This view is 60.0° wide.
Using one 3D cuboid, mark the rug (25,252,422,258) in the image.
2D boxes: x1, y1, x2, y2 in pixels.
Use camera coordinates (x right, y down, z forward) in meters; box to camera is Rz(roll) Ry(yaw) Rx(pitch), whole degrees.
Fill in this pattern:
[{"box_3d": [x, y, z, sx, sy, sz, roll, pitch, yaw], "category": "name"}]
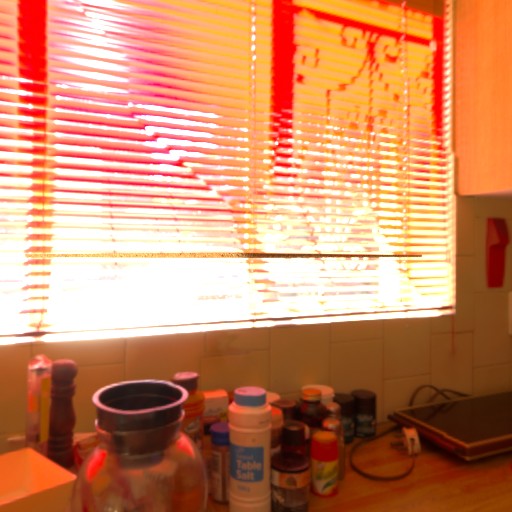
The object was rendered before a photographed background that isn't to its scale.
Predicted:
[{"box_3d": [0.000, 0.000, 3.450, 1.801, 0.024, 2.700, 0, 0, 36], "category": "rug"}]
